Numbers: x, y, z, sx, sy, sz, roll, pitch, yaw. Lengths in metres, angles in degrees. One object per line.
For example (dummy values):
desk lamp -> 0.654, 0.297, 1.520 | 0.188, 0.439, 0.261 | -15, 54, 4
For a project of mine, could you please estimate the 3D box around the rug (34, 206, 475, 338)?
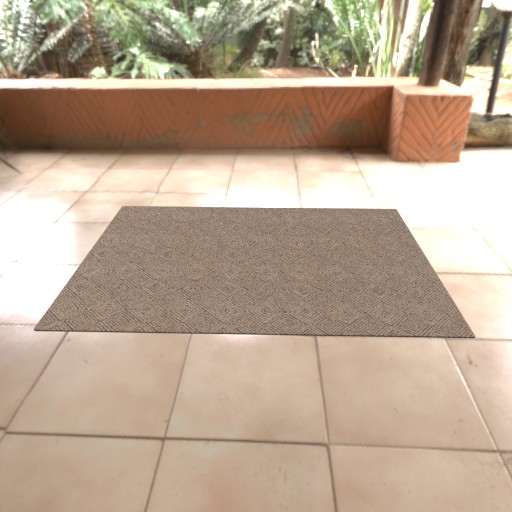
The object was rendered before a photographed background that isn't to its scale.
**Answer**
rug -> 0.000, 0.000, 2.931 | 2.238, 0.008, 1.593 | 1, 30, 1
